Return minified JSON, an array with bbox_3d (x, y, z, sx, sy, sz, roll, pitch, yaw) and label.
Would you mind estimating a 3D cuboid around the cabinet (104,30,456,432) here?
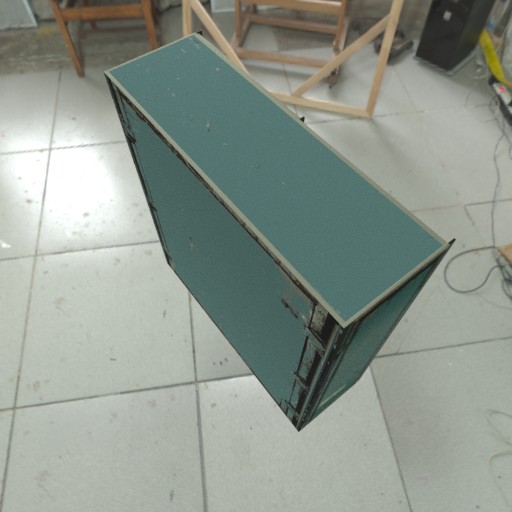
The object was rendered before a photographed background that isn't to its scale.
[{"bbox_3d":[0.000,0.000,3.172,0.680,2.160,2.000,-33,64,-19],"label":"cabinet"}]
